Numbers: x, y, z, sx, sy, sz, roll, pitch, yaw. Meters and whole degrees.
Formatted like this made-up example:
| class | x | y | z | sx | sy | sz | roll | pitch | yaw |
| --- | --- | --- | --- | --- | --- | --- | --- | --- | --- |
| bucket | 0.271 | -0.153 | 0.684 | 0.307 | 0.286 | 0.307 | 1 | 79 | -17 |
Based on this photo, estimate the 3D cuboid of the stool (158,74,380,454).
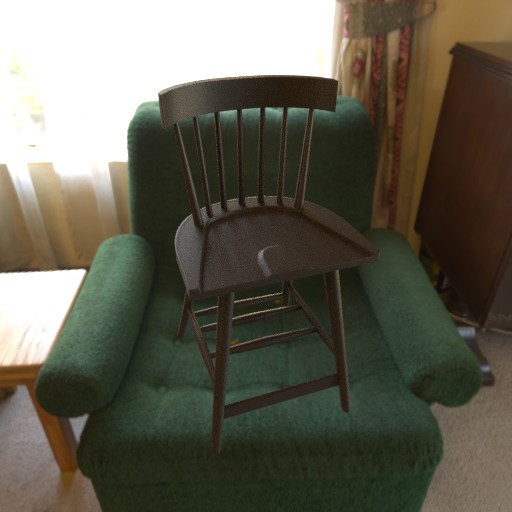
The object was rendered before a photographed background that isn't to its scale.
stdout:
| class | x | y | z | sx | sy | sz | roll | pitch | yaw |
| --- | --- | --- | --- | --- | --- | --- | --- | --- | --- |
| stool | 0.000 | 0.000 | 1.317 | 0.494 | 0.953 | 0.549 | -11 | 34 | -16 |
